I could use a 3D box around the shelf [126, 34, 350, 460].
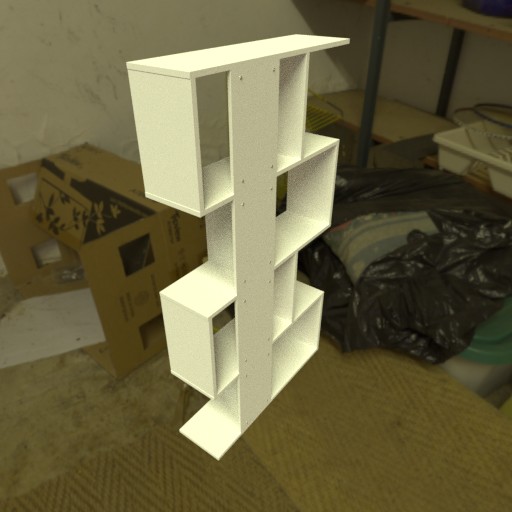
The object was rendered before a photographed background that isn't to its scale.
[{"bbox_3d":[0.000,0.000,1.932,0.250,1.650,0.890,22,38,31],"label":"shelf"}]
